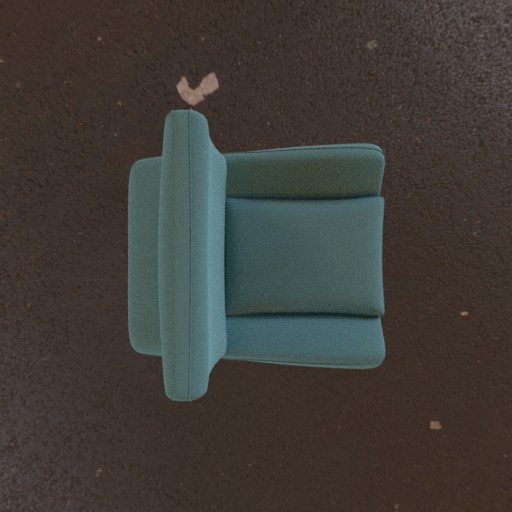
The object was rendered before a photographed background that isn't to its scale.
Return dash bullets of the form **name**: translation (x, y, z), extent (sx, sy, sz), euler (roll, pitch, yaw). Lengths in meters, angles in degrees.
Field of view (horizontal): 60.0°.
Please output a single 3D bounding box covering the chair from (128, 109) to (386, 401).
- **chair**: translation (0.000, 0.000, 1.683), extent (1.008, 0.855, 0.859), euler (0, 90, -2)
